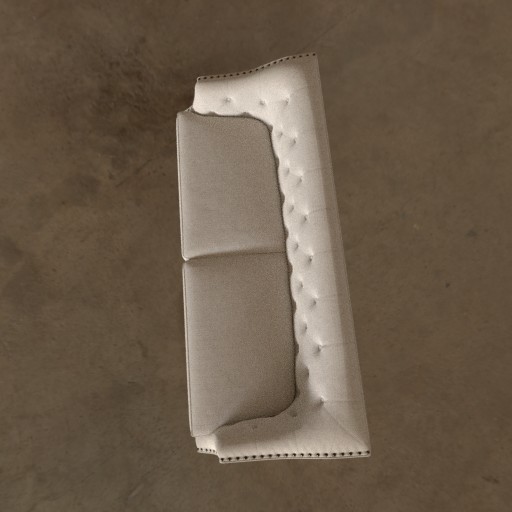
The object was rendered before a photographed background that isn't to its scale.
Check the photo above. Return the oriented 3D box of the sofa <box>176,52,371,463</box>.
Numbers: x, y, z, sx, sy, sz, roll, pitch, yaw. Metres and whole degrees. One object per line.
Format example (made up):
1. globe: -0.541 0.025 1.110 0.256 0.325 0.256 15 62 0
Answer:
1. sofa: 0.000 0.000 2.734 0.914 0.901 2.235 -5 76 -1
